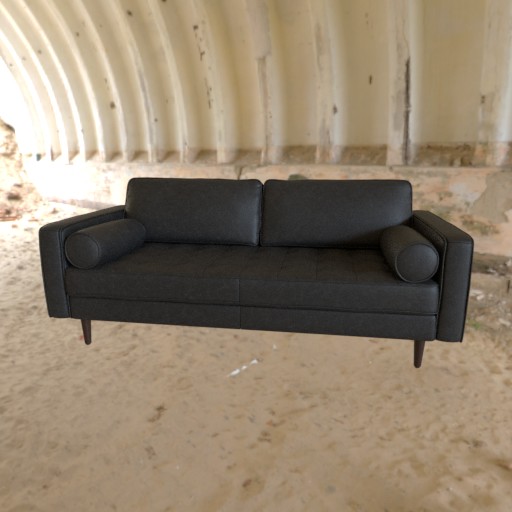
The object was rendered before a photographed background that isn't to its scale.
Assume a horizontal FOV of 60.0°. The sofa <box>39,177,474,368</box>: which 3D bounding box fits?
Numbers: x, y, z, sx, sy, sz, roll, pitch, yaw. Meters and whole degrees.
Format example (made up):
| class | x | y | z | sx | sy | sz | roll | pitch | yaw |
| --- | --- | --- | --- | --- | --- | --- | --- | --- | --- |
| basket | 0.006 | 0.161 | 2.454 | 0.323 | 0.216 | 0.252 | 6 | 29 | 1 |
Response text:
| class | x | y | z | sx | sy | sz | roll | pitch | yaw |
| --- | --- | --- | --- | --- | --- | --- | --- | --- | --- |
| sofa | 0.000 | 0.000 | 2.300 | 1.879 | 0.770 | 0.921 | 2 | 13 | 9 |
